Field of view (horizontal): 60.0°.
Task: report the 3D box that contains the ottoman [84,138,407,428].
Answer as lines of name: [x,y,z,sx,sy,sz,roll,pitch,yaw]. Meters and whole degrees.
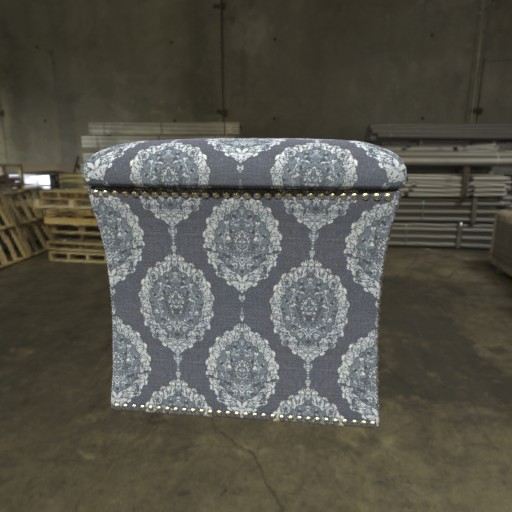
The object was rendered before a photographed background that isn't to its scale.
ottoman: [0.000,0.000,0.923,0.497,0.475,0.507,2,14,7]
